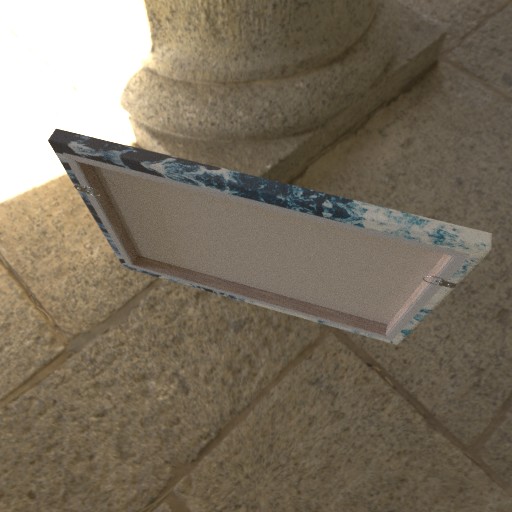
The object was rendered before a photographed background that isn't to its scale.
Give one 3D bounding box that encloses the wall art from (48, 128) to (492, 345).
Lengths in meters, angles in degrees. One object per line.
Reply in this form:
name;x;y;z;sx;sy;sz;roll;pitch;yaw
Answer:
wall art;0.000;0.000;1.151;0.915;0.610;0.042;15;63;8
